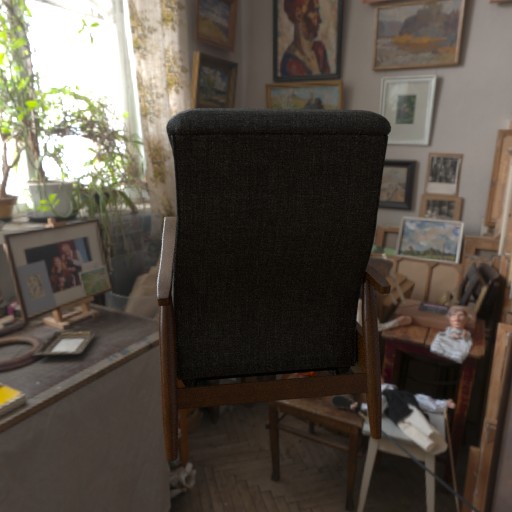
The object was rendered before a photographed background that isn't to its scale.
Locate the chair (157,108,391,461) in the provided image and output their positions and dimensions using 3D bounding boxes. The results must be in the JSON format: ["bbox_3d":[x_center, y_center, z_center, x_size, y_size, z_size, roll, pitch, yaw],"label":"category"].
[{"bbox_3d":[0.000,0.000,1.808,0.762,1.082,1.014,-2,15,-9],"label":"chair"}]
